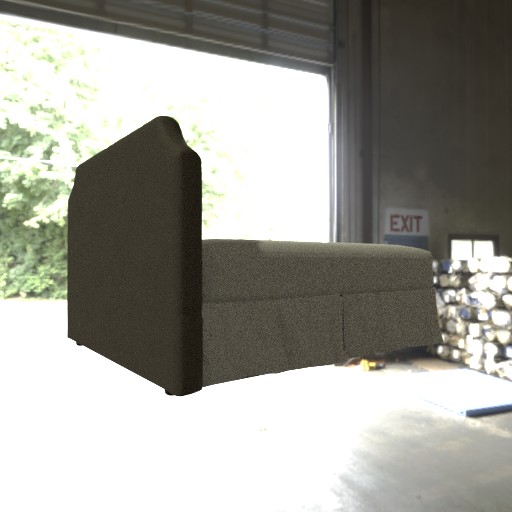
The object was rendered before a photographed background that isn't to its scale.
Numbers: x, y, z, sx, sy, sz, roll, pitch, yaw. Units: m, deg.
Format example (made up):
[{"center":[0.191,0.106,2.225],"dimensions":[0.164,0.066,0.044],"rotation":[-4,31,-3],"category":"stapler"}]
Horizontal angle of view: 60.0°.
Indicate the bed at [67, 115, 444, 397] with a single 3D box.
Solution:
[{"center":[0.000,0.000,3.233],"dimensions":[2.181,1.297,1.831],"rotation":[0,-1,-37],"category":"bed"}]
